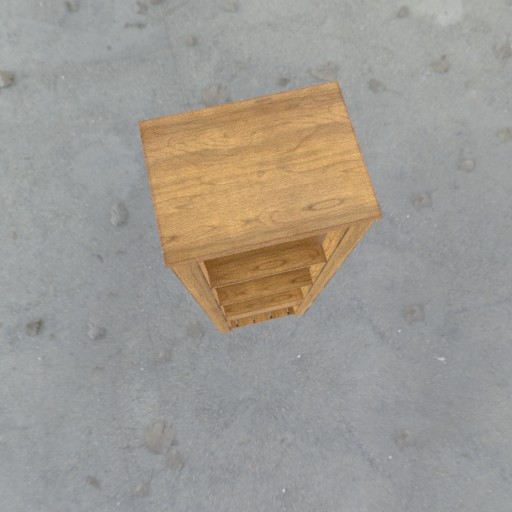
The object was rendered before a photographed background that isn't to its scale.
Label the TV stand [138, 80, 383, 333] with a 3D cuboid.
[{"bbox_3d":[0.000,0.000,2.049,0.565,1.828,0.435,-13,75,-4],"label":"TV stand"}]
